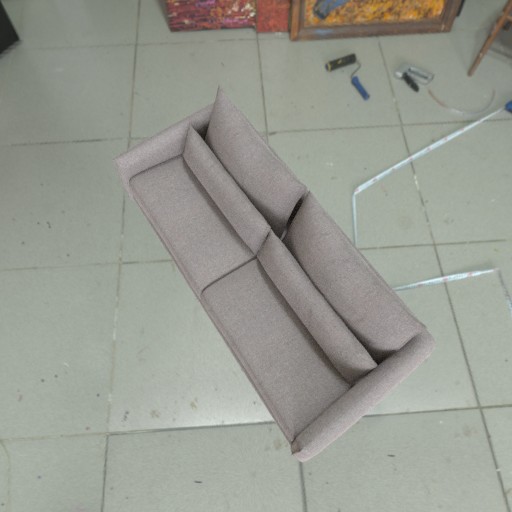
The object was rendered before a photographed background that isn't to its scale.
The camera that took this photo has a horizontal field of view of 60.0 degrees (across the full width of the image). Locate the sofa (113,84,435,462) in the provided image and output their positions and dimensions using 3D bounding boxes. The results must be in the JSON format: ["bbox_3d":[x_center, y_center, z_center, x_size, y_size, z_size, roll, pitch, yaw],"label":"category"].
[{"bbox_3d":[0.000,0.000,2.491,0.809,0.833,2.022,-30,68,-14],"label":"sofa"}]
